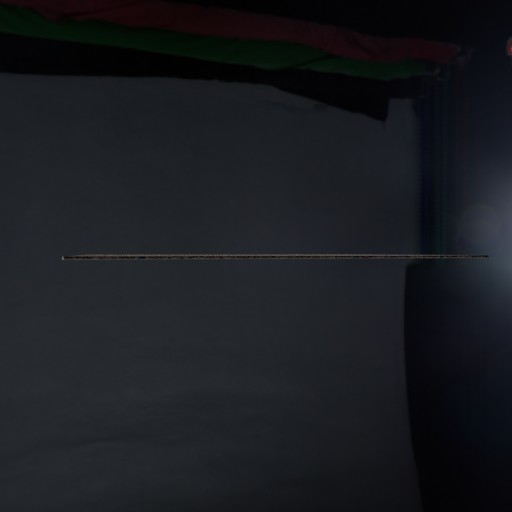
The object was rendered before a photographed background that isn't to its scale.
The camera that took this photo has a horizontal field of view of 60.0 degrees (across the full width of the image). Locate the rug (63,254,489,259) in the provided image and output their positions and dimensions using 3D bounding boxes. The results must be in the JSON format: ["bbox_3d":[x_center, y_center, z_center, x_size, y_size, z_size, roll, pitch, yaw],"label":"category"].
[{"bbox_3d":[0.000,0.000,4.283,3.215,0.020,2.446,0,0,-18],"label":"rug"}]
